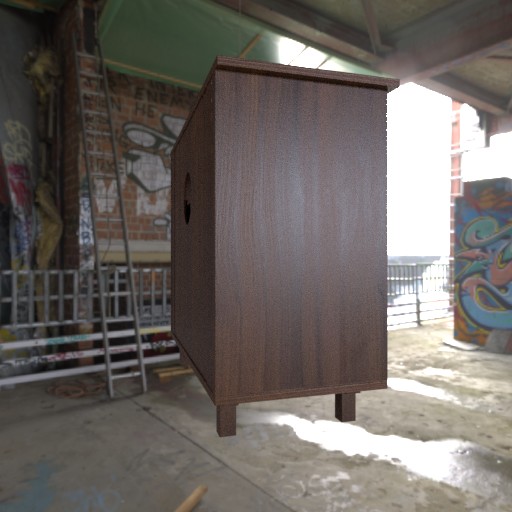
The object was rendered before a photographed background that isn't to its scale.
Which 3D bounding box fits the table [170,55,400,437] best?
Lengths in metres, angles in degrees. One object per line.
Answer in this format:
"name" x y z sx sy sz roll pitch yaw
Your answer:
"table" 0.000 0.000 1.238 0.390 0.725 0.802 0 0 -17
